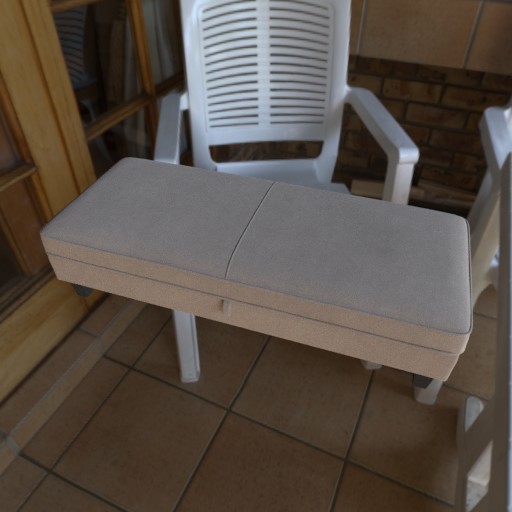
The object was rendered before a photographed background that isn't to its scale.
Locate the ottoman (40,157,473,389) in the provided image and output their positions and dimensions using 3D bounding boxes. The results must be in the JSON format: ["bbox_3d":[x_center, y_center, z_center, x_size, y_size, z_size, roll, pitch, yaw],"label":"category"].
[{"bbox_3d":[0.000,0.000,1.981,1.726,0.460,0.735,12,42,14],"label":"ottoman"}]
